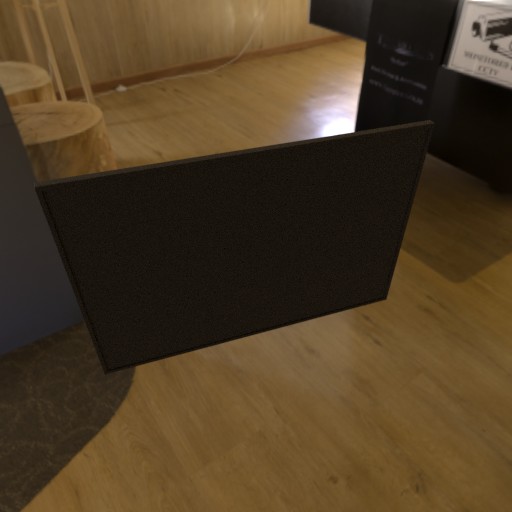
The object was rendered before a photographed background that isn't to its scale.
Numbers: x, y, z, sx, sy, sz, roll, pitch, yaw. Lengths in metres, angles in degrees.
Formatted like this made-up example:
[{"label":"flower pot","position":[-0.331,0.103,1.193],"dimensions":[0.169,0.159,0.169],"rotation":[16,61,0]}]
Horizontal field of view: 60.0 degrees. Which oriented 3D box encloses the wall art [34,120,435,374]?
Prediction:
[{"label":"wall art","position":[0.000,0.000,1.532],"dimensions":[1.190,0.805,0.028],"rotation":[-12,42,-14]}]
